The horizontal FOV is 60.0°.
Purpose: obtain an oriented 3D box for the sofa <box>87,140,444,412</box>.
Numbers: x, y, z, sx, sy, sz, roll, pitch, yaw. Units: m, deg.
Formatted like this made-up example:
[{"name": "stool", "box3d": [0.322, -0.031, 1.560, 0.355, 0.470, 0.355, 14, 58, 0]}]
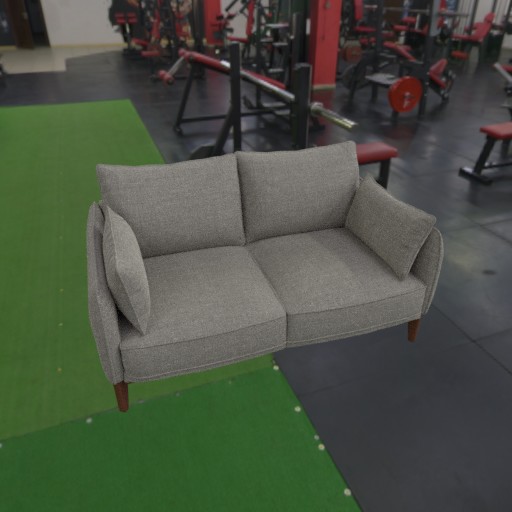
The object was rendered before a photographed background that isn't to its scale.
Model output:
[{"name": "sofa", "box3d": [0.000, 0.000, 2.218, 1.580, 0.851, 0.972, -10, 33, -15]}]
